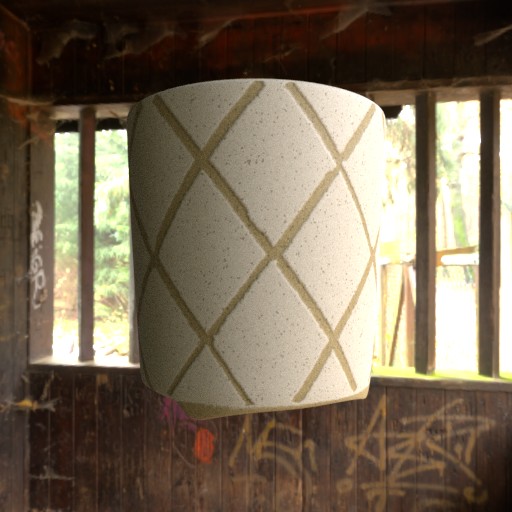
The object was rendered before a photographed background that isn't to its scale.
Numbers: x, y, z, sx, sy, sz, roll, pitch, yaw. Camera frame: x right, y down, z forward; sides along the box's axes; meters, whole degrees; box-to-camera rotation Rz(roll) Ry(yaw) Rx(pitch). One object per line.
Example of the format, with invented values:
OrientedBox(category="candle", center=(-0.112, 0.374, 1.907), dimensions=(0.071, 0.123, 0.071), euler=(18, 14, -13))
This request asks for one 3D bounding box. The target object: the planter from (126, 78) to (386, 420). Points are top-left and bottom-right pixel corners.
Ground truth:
OrientedBox(category="planter", center=(0.000, 0.000, 0.405), dimensions=(0.228, 0.235, 0.228), euler=(0, 0, 0))
